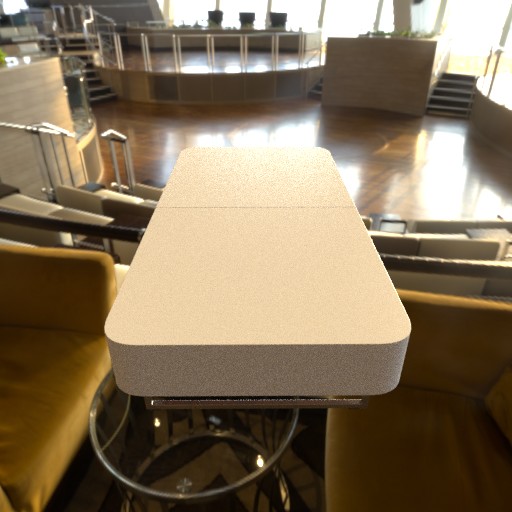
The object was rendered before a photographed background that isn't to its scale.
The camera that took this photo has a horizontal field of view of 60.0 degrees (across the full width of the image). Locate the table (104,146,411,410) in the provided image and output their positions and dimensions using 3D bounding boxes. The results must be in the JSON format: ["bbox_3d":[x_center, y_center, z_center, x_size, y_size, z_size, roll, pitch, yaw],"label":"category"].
[{"bbox_3d":[0.000,0.000,1.416,0.600,0.340,1.200,0,31,0],"label":"table"}]
